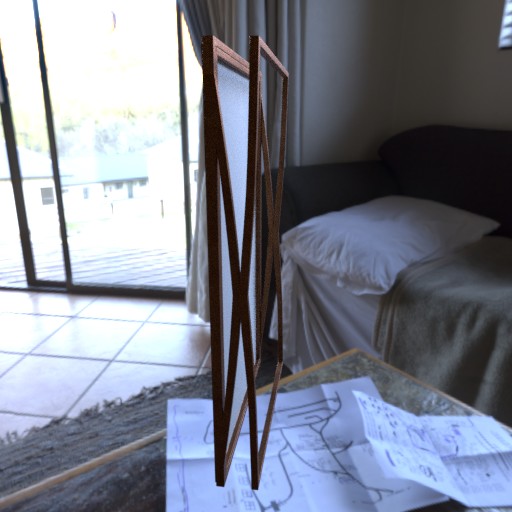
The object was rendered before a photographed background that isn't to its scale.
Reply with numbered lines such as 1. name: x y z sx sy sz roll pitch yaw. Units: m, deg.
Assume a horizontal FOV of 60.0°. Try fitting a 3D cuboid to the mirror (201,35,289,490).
1. mirror: 0.000 0.000 0.937 0.082 0.768 0.468 3 17 9
